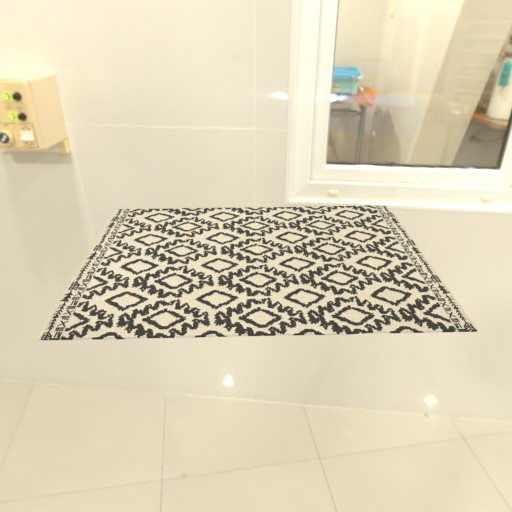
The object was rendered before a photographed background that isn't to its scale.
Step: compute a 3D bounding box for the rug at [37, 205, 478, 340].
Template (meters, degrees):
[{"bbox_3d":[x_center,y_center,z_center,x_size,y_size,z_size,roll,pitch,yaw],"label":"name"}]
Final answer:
[{"bbox_3d":[0.000,0.000,4.394,3.369,0.036,2.444,-1,29,-2],"label":"rug"}]
